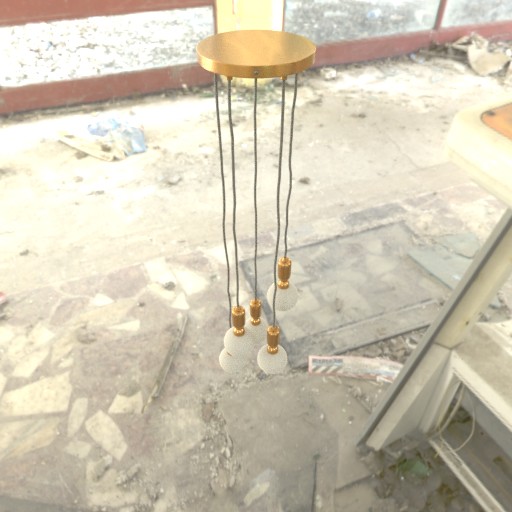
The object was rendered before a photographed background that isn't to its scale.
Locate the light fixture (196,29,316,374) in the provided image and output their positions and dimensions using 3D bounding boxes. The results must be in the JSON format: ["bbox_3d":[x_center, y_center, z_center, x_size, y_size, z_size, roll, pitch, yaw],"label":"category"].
[{"bbox_3d":[0.000,0.000,0.510,0.108,0.457,0.105,0,41,0],"label":"light fixture"}]
